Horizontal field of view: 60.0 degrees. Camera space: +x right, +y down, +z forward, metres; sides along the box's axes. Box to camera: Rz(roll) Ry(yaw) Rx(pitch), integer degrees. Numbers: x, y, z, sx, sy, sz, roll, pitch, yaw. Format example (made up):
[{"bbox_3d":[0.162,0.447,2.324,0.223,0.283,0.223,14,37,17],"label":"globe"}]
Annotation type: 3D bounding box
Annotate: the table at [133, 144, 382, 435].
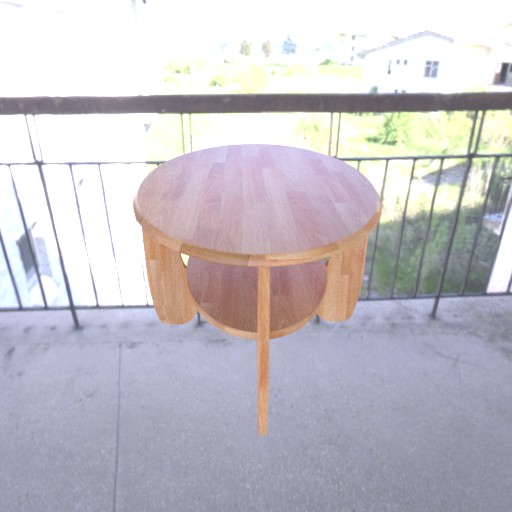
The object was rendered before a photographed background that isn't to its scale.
[{"bbox_3d":[0.000,0.000,1.390,0.690,0.490,1.040,-1,26,-2],"label":"table"}]
